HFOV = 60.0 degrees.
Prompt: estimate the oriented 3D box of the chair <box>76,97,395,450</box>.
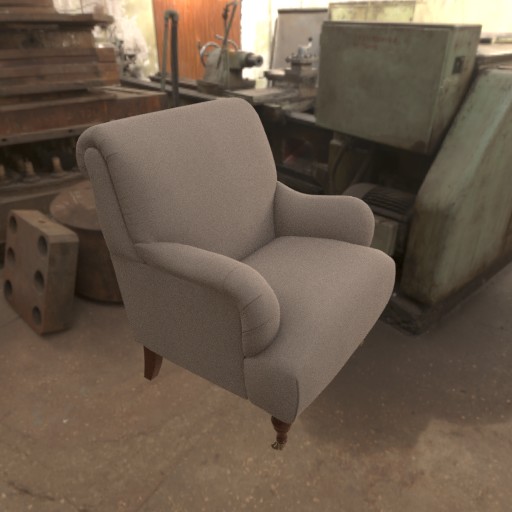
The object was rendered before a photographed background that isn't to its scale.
[{"bbox_3d":[0.000,0.000,1.556,0.842,0.942,0.766,18,33,30],"label":"chair"}]
